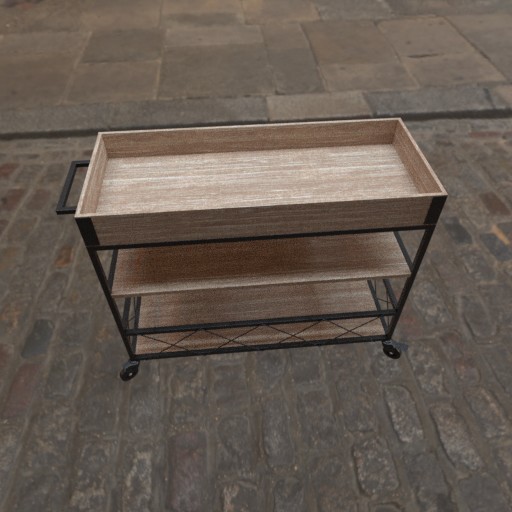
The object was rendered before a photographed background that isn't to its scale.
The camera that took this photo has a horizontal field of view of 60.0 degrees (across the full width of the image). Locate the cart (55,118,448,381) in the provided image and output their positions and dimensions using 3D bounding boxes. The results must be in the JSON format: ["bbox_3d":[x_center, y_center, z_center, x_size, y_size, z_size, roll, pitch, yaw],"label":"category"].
[{"bbox_3d":[0.000,0.000,1.553,1.101,0.787,0.500,-4,47,-4],"label":"cart"}]
